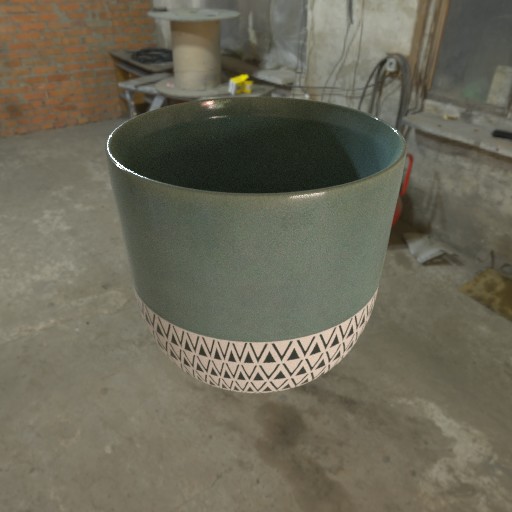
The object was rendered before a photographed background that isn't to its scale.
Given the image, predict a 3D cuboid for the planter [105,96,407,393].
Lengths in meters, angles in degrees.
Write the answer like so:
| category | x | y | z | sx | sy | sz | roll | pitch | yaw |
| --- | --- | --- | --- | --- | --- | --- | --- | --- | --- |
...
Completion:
| category | x | y | z | sx | sy | sz | roll | pitch | yaw |
| --- | --- | --- | --- | --- | --- | --- | --- | --- | --- |
| planter | 0.000 | 0.000 | 0.478 | 0.266 | 0.270 | 0.266 | 0 | 33 | 0 |
